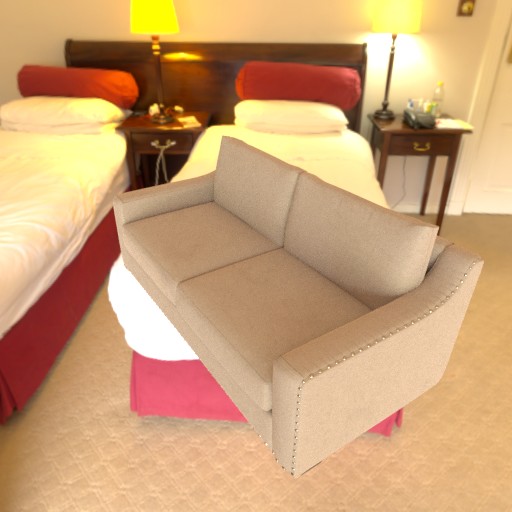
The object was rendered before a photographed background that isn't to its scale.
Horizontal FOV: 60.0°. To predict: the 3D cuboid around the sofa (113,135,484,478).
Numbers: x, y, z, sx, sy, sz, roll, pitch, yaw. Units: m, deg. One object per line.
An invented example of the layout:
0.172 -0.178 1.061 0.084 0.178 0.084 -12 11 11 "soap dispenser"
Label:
0.000 0.000 2.483 1.030 0.901 1.967 -19 35 -29 "sofa"
